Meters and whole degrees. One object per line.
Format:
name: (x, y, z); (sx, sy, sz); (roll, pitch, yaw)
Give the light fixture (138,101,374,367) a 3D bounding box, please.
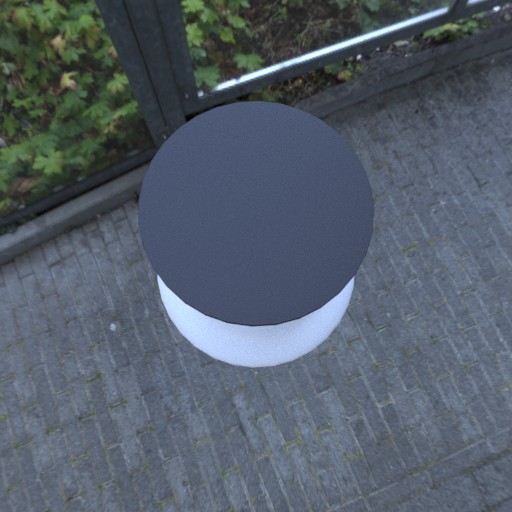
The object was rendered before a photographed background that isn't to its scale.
light fixture: (0.000, 0.000, 0.405); (0.197, 0.254, 0.197); (0, 75, 0)
